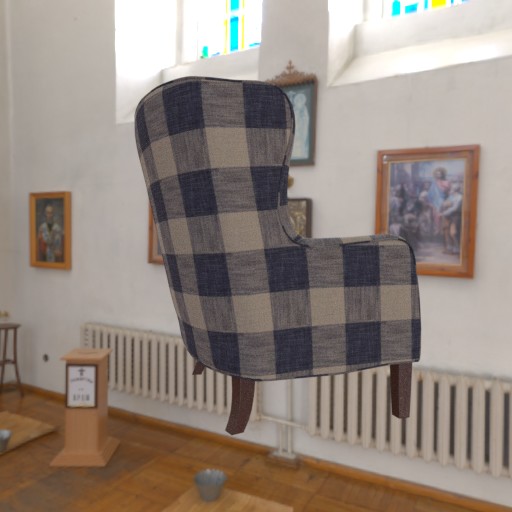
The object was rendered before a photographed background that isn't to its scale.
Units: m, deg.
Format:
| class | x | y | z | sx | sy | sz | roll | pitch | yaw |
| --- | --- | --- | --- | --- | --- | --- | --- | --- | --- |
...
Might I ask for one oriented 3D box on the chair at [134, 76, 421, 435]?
| class | x | y | z | sx | sy | sz | roll | pitch | yaw |
| --- | --- | --- | --- | --- | --- | --- | --- | --- | --- |
| chair | 0.000 | 0.000 | 1.685 | 0.889 | 1.041 | 0.830 | 0 | 1 | -17 |
